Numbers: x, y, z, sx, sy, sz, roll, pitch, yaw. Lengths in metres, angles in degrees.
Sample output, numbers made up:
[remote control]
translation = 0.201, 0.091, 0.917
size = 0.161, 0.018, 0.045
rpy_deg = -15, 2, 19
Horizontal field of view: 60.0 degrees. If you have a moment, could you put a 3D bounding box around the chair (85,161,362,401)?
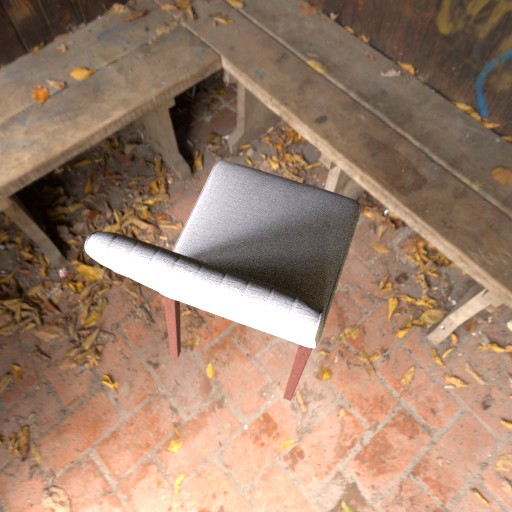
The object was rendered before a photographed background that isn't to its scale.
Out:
[chair]
translation = 0.000, 0.000, 1.226
size = 0.480, 0.900, 0.594
rpy_deg = 18, 65, 9
